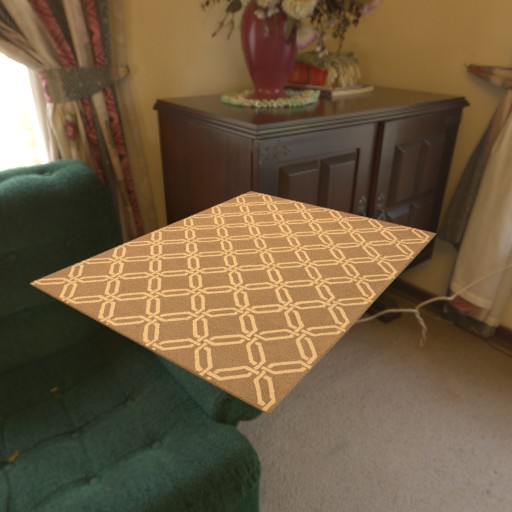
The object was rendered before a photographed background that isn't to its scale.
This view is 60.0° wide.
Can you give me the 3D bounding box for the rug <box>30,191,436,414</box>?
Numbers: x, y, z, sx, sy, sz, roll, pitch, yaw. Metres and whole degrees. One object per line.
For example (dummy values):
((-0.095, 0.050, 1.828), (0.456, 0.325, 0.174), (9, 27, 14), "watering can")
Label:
((0.000, 0.000, 3.922), (2.288, 0.018, 2.895), (18, 31, 32), "rug")
